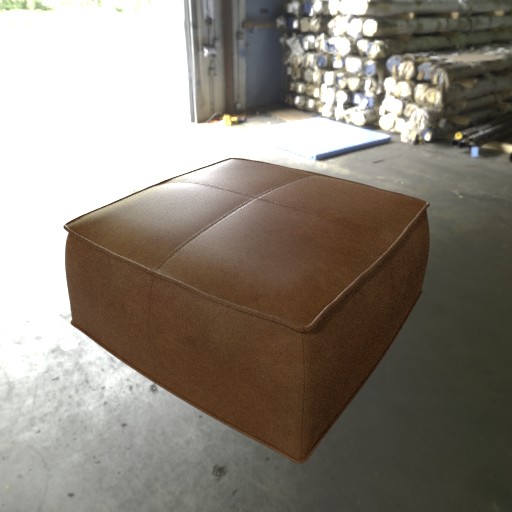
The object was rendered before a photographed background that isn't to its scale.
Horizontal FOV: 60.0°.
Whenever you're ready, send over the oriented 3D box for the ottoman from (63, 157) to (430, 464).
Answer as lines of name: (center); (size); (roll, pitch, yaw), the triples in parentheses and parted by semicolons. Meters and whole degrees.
ottoman: (0.000, 0.000, 1.404); (0.902, 0.395, 0.901); (20, 35, 30)
